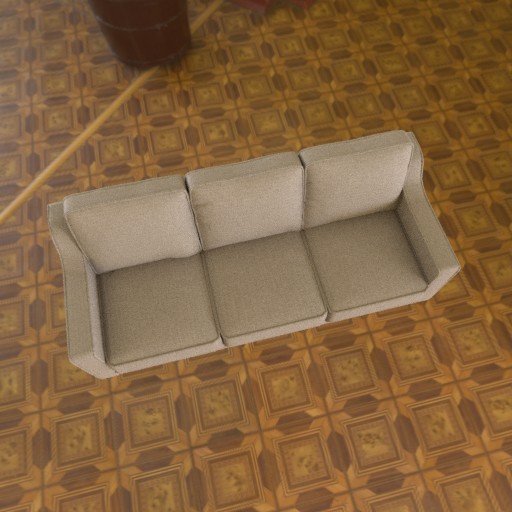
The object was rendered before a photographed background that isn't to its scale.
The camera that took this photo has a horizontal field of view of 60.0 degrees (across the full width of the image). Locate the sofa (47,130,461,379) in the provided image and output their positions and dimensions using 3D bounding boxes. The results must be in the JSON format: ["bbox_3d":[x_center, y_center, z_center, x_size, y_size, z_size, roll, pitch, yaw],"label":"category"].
[{"bbox_3d":[0.000,0.000,2.603,2.129,0.950,0.899,-13,65,-6],"label":"sofa"}]
